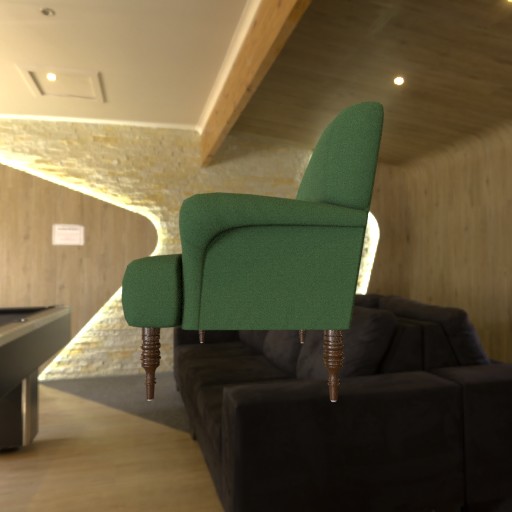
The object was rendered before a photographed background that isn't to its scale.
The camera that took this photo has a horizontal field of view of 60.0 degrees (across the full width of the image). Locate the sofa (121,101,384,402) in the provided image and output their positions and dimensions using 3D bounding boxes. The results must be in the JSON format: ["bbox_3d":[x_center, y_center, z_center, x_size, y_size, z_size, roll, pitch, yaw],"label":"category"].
[{"bbox_3d":[0.000,0.000,1.854,0.779,0.889,1.297,0,-2,1],"label":"sofa"}]
